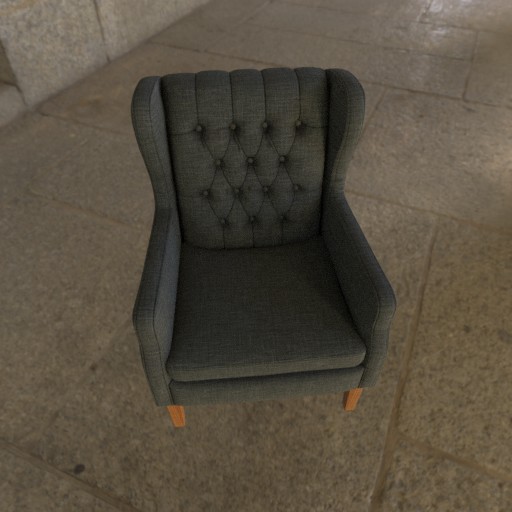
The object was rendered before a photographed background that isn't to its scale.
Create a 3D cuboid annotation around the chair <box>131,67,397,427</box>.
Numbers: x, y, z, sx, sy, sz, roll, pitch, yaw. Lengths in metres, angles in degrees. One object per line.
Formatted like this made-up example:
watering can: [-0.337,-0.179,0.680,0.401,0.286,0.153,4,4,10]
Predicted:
chair: [0.000,0.000,1.447,0.711,0.953,0.775,-4,46,-4]
